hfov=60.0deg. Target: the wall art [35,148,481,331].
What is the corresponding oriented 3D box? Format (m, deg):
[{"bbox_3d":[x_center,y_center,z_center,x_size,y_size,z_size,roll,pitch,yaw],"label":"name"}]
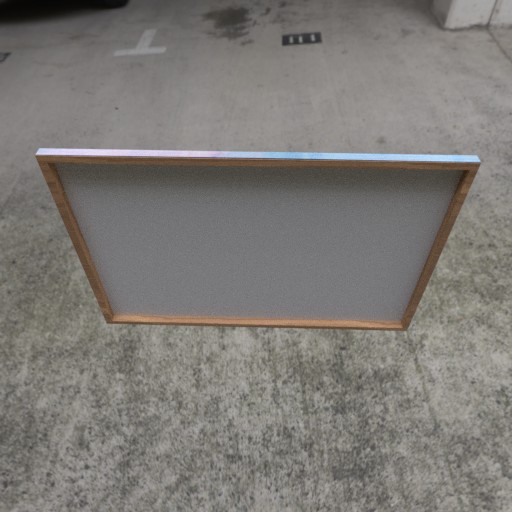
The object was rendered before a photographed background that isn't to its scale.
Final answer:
[{"bbox_3d":[0.000,0.000,0.752,0.604,0.402,0.018,1,47,1],"label":"wall art"}]
